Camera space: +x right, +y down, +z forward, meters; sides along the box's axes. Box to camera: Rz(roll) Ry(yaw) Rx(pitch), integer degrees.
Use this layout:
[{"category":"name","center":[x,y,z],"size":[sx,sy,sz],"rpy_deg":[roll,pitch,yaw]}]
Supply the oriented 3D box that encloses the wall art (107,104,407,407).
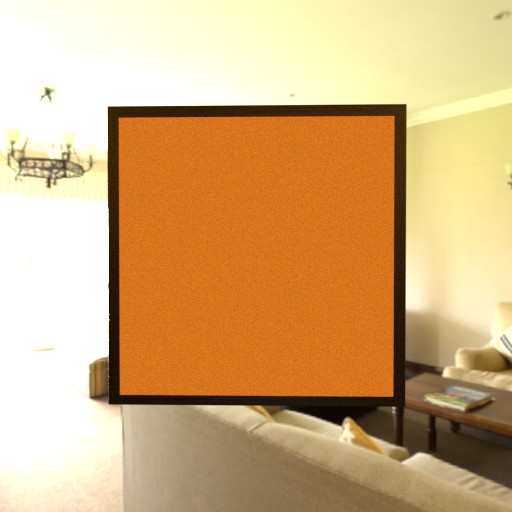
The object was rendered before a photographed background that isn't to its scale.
[{"category":"wall art","center":[0.000,0.000,1.139],"size":[0.755,0.761,0.038],"rpy_deg":[0,1,1]}]
